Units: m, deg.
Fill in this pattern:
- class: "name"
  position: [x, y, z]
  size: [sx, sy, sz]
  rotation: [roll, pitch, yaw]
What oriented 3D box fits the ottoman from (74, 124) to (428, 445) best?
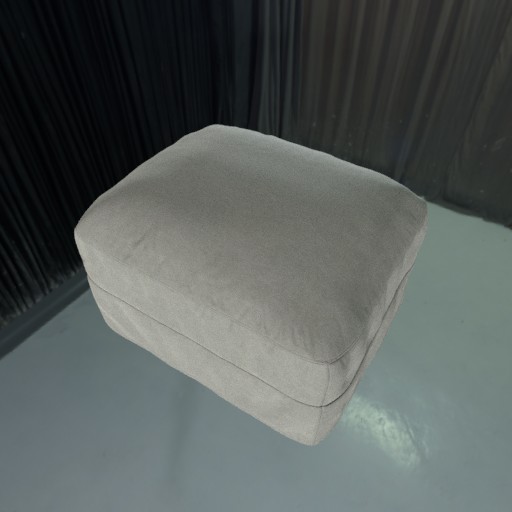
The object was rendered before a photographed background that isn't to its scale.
- class: "ottoman"
  position: [0.000, 0.000, 1.128]
  size: [0.712, 0.480, 0.584]
  rotation: [24, 50, 22]
